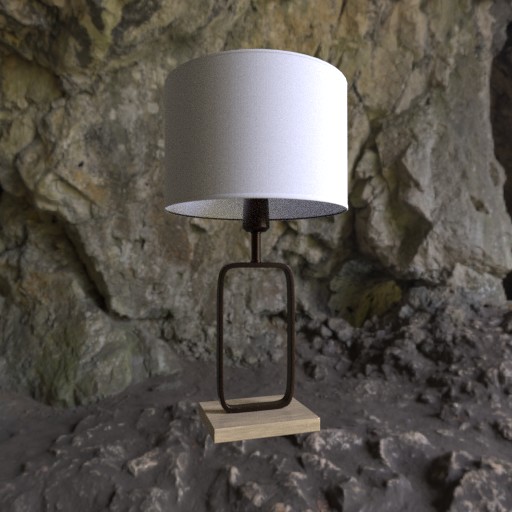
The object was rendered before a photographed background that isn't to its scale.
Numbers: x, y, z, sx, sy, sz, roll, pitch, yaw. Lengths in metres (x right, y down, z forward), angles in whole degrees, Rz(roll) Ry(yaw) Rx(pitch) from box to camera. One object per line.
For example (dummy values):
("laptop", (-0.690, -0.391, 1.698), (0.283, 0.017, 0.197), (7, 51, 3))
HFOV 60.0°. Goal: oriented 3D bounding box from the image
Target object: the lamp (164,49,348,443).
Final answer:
("lamp", (0.000, 0.000, 0.684), (0.279, 0.508, 0.279), (0, -1, -17))
